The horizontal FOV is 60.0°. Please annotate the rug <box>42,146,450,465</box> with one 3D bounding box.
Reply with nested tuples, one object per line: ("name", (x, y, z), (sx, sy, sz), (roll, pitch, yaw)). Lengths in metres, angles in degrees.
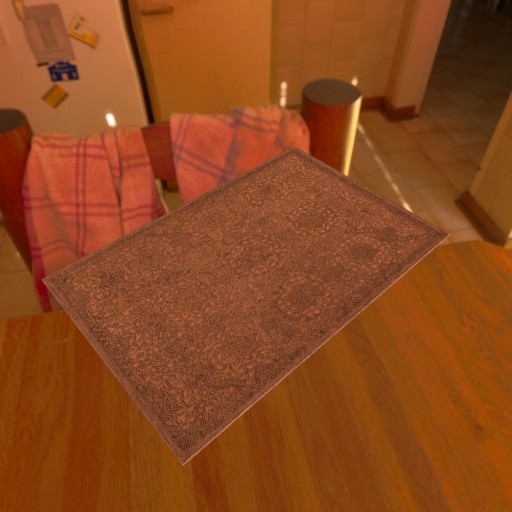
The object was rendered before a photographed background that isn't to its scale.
("rug", (0.000, 0.000, 2.351), (1.819, 0.012, 1.208), (-33, 54, -28))
